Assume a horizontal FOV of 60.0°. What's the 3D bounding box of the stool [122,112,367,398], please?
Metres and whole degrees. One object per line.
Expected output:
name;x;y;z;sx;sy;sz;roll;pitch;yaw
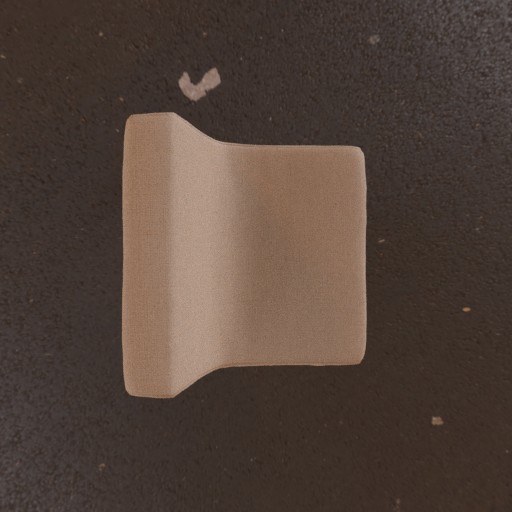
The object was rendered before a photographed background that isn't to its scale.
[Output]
stool;0.000;0.000;1.284;0.500;1.037;0.511;0;90;-1
